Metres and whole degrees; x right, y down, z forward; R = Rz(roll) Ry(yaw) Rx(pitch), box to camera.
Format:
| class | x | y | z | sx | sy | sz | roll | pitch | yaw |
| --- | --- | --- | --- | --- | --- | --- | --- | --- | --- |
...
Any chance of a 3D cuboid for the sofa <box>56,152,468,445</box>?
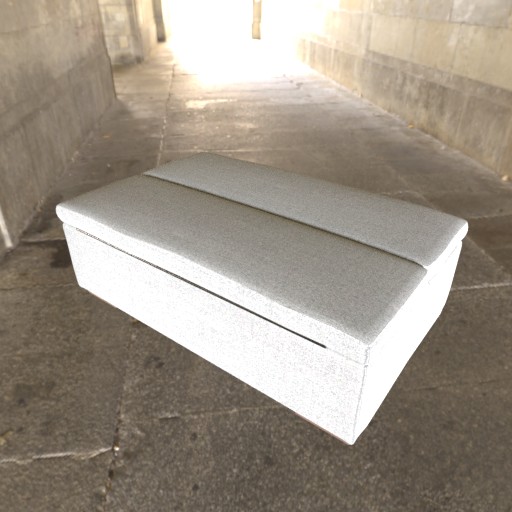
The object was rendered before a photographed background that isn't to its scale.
| class | x | y | z | sx | sy | sz | roll | pitch | yaw |
| --- | --- | --- | --- | --- | --- | --- | --- | --- | --- |
| sofa | 0.000 | 0.000 | 1.650 | 1.250 | 0.434 | 0.817 | 21 | 37 | 31 |
